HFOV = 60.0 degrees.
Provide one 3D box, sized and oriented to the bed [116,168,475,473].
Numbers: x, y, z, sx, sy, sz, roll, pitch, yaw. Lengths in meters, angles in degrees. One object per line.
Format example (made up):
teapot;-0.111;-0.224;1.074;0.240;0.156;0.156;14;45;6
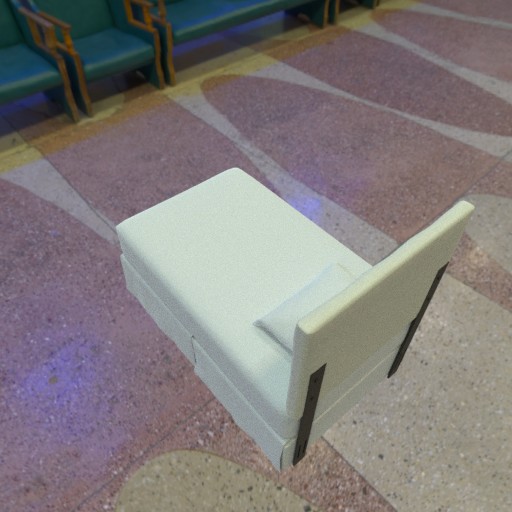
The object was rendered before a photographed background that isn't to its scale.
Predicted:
bed;0.000;0.000;2.969;1.261;1.571;1.997;-32;55;-26
